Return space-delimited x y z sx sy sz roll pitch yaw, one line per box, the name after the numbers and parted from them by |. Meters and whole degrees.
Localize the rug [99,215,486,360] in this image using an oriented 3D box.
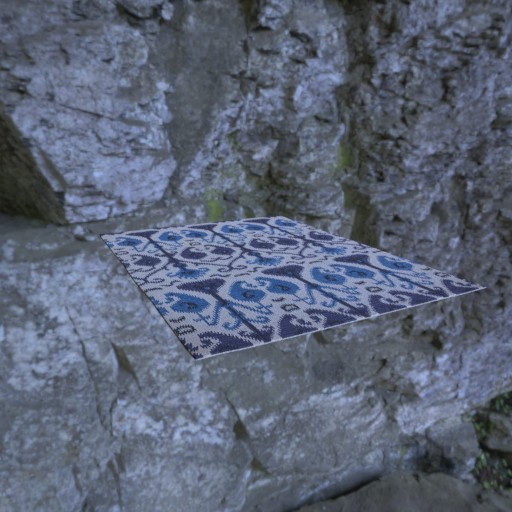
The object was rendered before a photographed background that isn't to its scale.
0.000 0.000 4.328 2.443 0.024 3.228 -9 19 -26 | rug
